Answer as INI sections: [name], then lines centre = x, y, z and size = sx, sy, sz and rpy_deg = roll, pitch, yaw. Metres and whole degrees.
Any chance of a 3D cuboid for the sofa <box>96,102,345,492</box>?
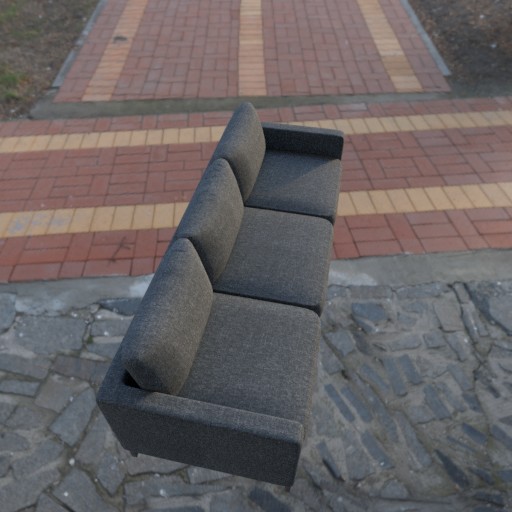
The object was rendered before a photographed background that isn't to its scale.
[sofa]
centre = 0.000, 0.000, 2.591
size = 0.859, 0.874, 2.218
rpy_deg = 9, 47, 8
